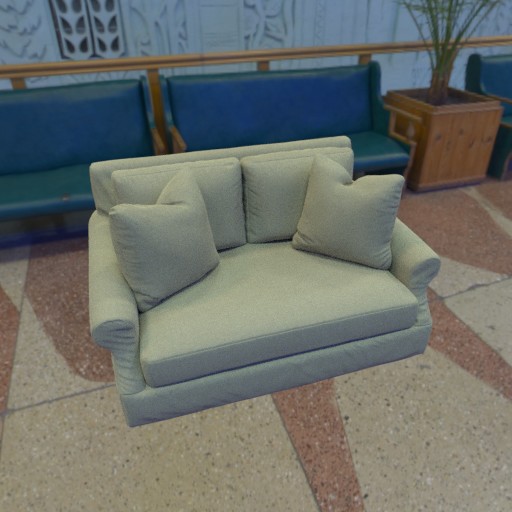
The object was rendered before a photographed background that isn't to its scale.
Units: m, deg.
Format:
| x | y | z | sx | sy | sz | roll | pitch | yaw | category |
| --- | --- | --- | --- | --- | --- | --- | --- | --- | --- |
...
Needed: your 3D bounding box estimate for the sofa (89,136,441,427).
| x | y | z | sx | sy | sz | roll | pitch | yaw | category |
| --- | --- | --- | --- | --- | --- | --- | --- | --- | --- |
| 0.000 | 0.000 | 2.182 | 1.550 | 0.905 | 1.070 | -10 | 35 | -14 | sofa |
